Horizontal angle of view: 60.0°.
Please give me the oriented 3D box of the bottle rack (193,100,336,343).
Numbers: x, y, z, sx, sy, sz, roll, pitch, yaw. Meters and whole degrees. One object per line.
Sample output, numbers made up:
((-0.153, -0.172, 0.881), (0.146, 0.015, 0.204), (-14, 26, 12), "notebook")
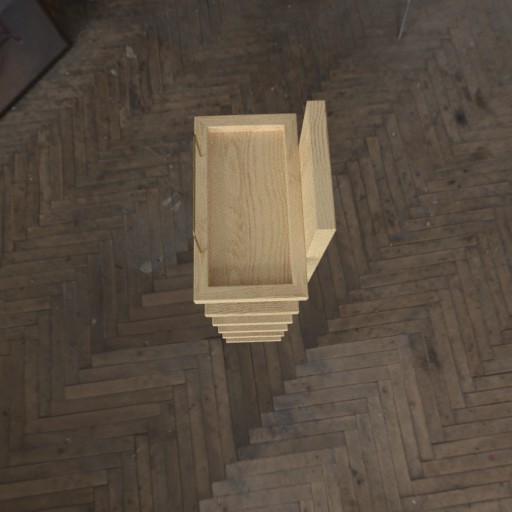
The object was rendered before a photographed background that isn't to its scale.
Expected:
((0.000, 0.000, 1.067), (0.206, 0.943, 0.330), (-2, 74, -1), "bottle rack")
